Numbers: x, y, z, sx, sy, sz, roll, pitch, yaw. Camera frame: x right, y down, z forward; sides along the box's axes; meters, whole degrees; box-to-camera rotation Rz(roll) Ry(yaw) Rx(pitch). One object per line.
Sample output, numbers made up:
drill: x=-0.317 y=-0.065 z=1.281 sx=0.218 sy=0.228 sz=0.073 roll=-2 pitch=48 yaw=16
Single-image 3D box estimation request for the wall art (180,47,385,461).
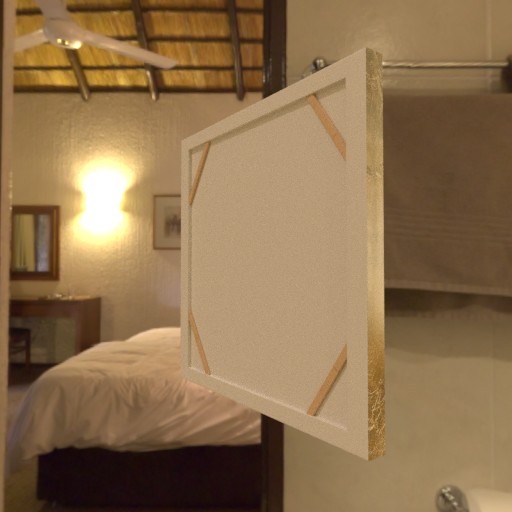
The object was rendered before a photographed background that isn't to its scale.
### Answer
wall art: x=0.000 y=0.000 z=0.909 sx=0.038 sy=0.610 sz=0.610 roll=1 pitch=-2 yaw=-36
